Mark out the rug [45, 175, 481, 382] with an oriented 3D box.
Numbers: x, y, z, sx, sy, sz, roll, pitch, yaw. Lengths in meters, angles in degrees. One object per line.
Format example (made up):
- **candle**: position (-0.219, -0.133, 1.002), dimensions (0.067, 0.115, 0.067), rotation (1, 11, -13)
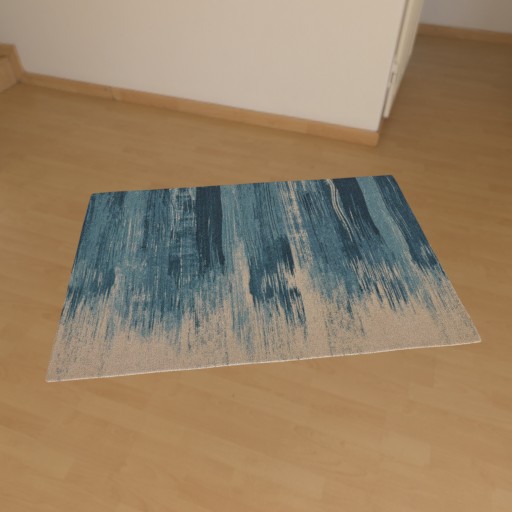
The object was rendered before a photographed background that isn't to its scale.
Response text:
- **rug**: position (0.000, 0.000, 2.262), dimensions (1.836, 0.009, 1.232), rotation (-4, 46, -4)
